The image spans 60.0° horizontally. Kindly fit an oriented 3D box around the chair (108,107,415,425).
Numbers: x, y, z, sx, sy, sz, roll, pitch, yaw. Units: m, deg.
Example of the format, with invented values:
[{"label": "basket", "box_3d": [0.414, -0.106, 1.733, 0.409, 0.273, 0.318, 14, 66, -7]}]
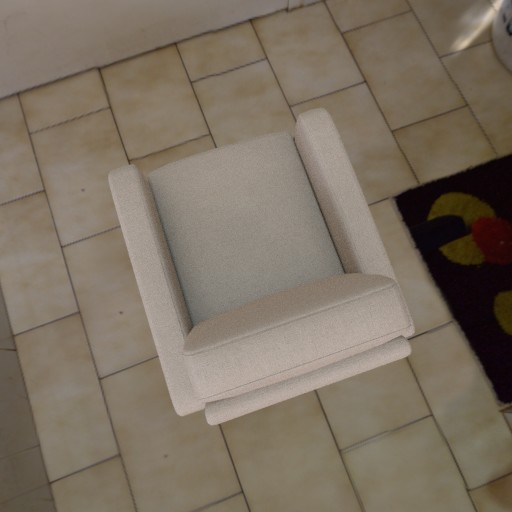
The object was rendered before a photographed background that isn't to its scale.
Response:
[{"label": "chair", "box_3d": [0.000, 0.000, 1.480, 0.755, 0.827, 0.888, -18, 76, -5]}]
